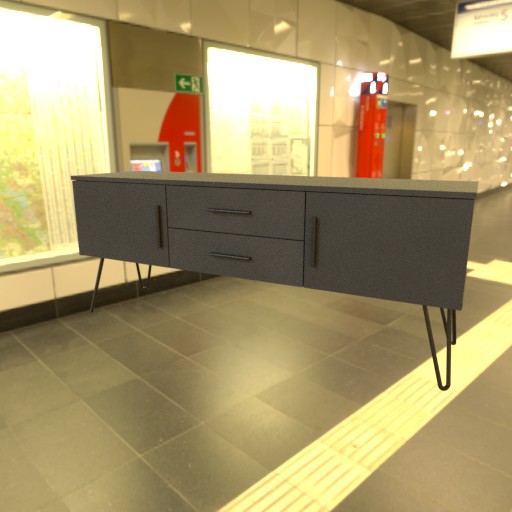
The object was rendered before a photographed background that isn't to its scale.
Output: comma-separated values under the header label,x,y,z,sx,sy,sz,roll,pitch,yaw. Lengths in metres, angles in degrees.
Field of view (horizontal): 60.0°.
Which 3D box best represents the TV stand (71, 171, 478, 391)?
label,x,y,z,sx,sy,sz,roll,pitch,yaw
TV stand,0.000,0.000,1.623,1.400,0.560,0.400,7,16,26
